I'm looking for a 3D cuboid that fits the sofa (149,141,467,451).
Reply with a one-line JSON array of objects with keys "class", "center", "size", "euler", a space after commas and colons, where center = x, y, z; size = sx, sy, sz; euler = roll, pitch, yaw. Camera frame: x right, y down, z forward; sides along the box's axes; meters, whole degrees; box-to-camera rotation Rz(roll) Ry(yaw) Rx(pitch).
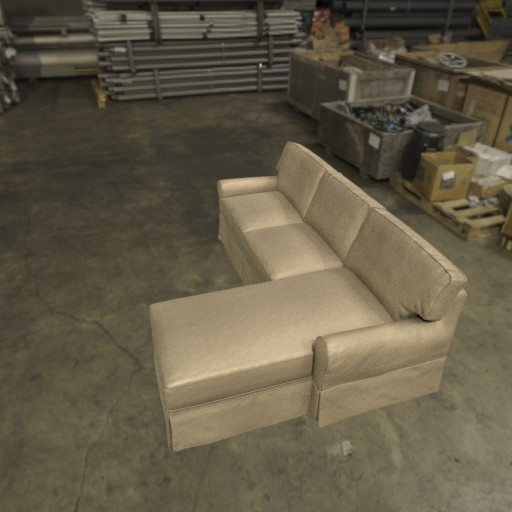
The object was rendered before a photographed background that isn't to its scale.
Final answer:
[{"class": "sofa", "center": [0.000, 0.000, 3.351], "size": [1.733, 0.978, 2.475], "euler": [-10, 33, -15]}]
